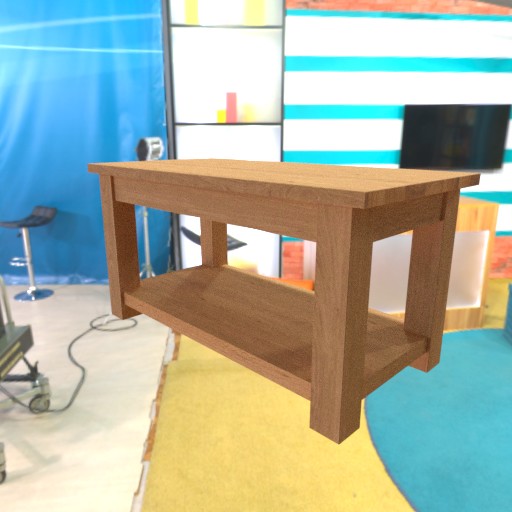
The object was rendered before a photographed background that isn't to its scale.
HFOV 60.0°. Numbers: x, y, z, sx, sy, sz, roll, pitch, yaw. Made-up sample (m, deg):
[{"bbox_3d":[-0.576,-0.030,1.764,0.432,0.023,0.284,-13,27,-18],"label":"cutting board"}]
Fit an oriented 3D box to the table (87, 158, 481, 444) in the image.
[{"bbox_3d":[0.000,0.000,1.154,0.450,0.452,0.899,-15,21,-43],"label":"table"}]
